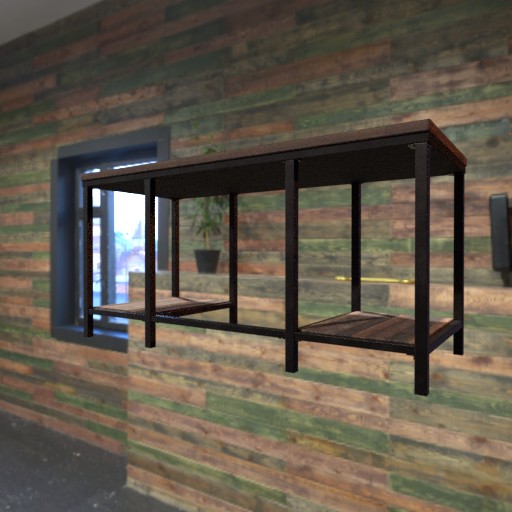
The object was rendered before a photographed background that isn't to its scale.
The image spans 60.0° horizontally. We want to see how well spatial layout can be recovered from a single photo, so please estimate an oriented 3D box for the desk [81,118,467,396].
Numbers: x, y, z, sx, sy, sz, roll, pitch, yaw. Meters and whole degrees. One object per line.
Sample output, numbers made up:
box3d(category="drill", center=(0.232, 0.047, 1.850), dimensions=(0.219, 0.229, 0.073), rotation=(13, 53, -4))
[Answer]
box3d(category="desk", center=(0.000, 0.000, 1.880), dimensions=(1.538, 0.753, 0.617), rotation=(0, 1, 34))
